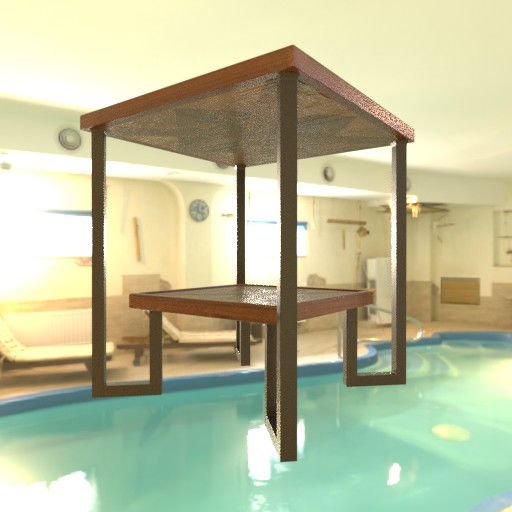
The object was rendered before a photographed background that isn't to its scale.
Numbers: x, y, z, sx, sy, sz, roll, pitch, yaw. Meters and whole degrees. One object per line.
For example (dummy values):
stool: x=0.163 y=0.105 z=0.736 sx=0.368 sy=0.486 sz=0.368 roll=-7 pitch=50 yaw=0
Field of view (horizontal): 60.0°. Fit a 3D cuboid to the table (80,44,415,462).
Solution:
table: x=0.000 y=0.000 z=0.935 sx=0.503 sy=0.563 sz=0.503 roll=0 pitch=0 yaw=37
